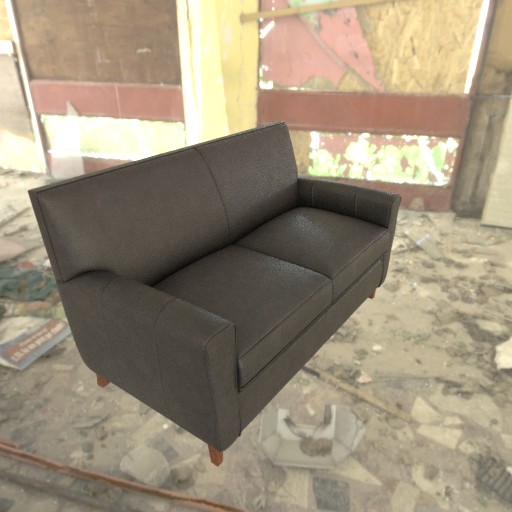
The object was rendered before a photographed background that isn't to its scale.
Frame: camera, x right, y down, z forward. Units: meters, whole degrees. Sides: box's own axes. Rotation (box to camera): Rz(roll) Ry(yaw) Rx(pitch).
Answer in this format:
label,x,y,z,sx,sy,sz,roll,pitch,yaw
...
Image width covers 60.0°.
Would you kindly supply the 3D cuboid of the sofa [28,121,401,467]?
label,x,y,z,sx,sy,sz,roll,pitch,yaw
sofa,0.000,0.000,1.963,0.787,0.871,1.473,19,33,32
